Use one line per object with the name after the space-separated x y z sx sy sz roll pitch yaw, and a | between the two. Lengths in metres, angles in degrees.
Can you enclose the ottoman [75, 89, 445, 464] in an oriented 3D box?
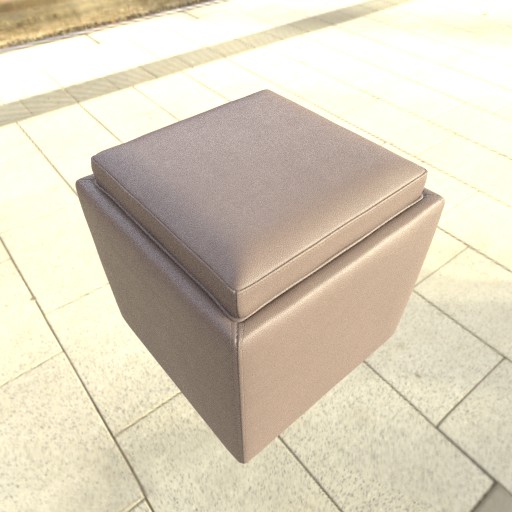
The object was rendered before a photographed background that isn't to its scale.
0.000 0.000 0.835 0.451 0.460 0.450 -31 53 -27 | ottoman
